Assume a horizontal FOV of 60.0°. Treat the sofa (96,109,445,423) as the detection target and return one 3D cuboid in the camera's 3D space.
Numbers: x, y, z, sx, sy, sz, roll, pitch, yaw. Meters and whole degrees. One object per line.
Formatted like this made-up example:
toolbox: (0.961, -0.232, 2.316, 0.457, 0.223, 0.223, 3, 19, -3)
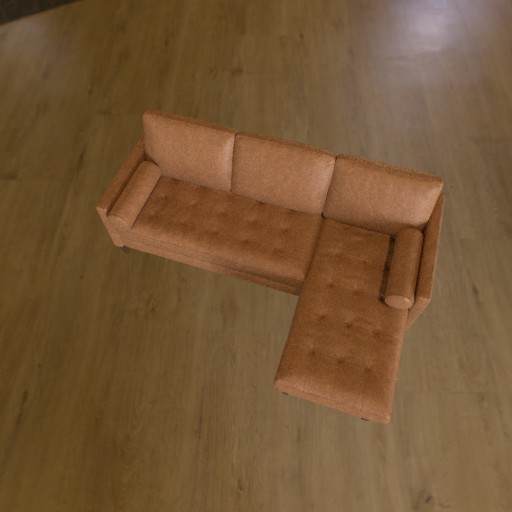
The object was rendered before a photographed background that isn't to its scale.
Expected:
sofa: (0.000, 0.000, 2.897, 2.178, 0.876, 1.506, 16, 60, 9)
